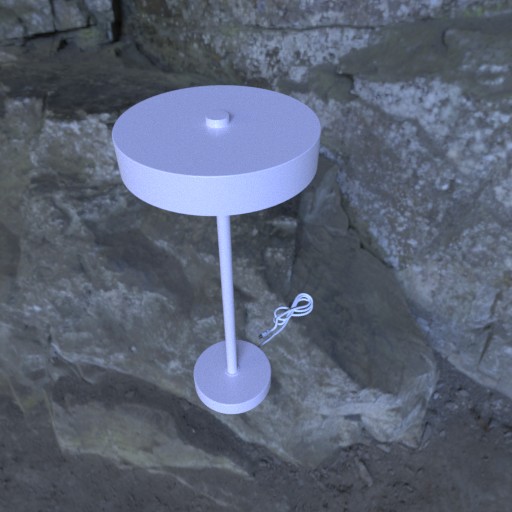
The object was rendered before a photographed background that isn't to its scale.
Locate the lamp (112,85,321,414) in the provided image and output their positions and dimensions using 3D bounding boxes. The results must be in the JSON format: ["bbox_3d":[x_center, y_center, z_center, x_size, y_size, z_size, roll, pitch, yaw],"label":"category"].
[{"bbox_3d":[0.000,0.000,0.696,0.229,0.508,0.369,26,48,27],"label":"lamp"}]
